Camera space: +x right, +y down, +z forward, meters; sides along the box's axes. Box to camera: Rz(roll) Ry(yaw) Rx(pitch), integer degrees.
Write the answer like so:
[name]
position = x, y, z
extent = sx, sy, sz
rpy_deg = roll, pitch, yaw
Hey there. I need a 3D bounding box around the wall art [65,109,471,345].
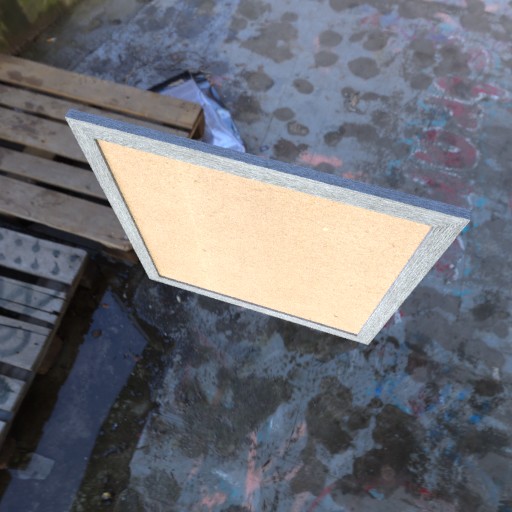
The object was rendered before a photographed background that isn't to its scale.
[wall art]
position = 0.000, 0.000, 1.024
extent = 0.685, 0.685, 0.020
rpy_deg = 16, 64, 8
